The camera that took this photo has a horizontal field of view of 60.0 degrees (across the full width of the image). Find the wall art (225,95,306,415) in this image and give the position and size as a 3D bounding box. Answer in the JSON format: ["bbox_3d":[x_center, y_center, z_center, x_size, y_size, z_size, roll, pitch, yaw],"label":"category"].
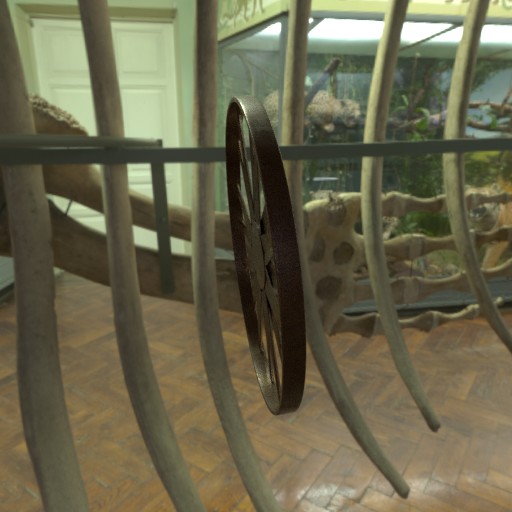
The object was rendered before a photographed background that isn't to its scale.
[{"bbox_3d":[0.000,0.000,0.854,0.084,0.583,0.582,-3,16,-9],"label":"wall art"}]
